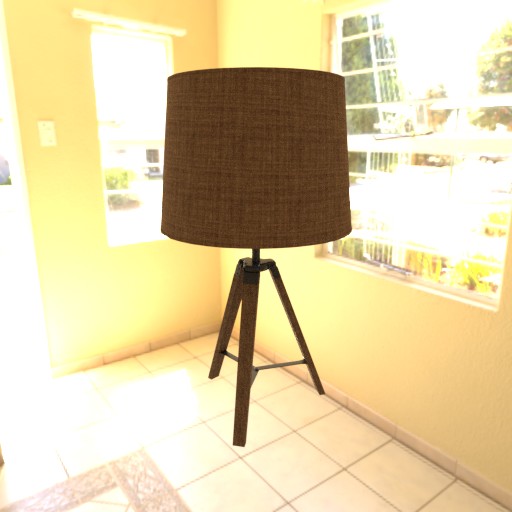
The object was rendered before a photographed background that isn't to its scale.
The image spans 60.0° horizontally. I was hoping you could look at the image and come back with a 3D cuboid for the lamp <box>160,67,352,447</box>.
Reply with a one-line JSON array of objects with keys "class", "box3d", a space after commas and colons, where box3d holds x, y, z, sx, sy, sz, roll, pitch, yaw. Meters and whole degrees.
[{"class": "lamp", "box3d": [0.000, 0.000, 0.694, 0.290, 0.514, 0.290, 0, 15, 0]}]
